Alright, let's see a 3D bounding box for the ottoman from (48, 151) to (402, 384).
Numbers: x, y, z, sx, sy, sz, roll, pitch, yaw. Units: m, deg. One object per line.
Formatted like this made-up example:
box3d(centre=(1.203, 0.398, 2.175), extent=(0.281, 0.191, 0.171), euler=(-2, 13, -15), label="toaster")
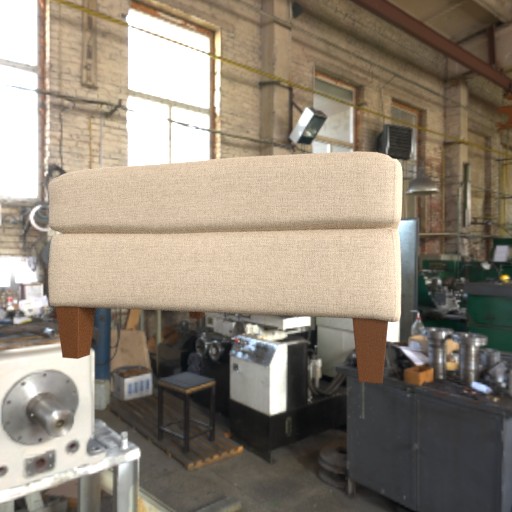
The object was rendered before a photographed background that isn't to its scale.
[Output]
box3d(centre=(0.000, 0.000, 1.352), extent=(0.838, 0.503, 0.838), euler=(0, 0, 17), label="ottoman")
